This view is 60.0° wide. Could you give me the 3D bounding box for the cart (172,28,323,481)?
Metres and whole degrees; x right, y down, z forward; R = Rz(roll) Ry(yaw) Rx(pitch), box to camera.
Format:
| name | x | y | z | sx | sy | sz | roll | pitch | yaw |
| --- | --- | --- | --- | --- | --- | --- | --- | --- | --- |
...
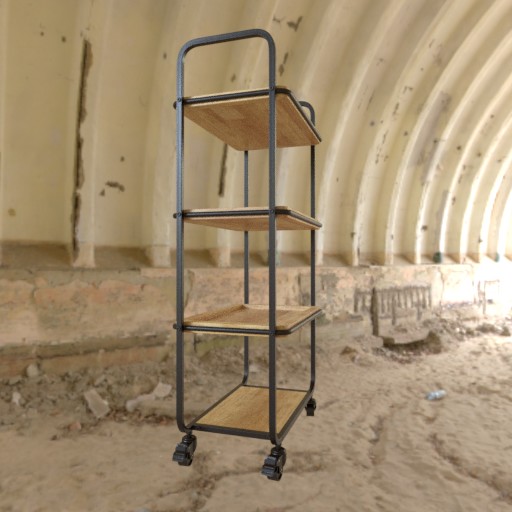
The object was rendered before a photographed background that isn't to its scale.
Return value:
| name | x | y | z | sx | sy | sz | roll | pitch | yaw |
| --- | --- | --- | --- | --- | --- | --- | --- | --- | --- |
| cart | 0.000 | 0.000 | 1.317 | 0.321 | 1.080 | 0.545 | 0 | 0 | 18 |
